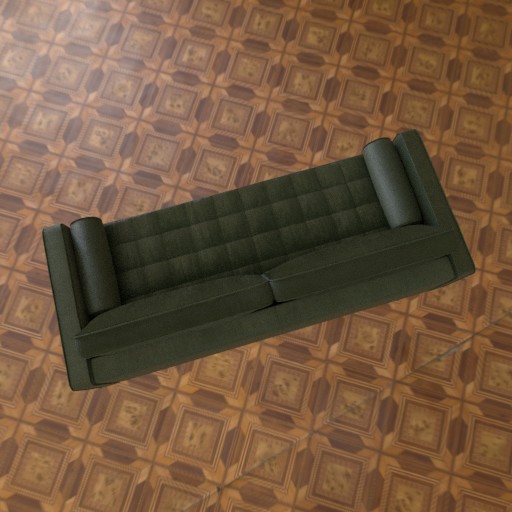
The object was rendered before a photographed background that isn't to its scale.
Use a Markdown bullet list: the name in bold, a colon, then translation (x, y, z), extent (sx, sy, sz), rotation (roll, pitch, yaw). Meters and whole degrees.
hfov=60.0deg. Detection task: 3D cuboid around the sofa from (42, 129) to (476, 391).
- **sofa**: translation (0.000, 0.000, 2.563), extent (2.199, 0.769, 0.918), rotation (-16, 76, -4)
